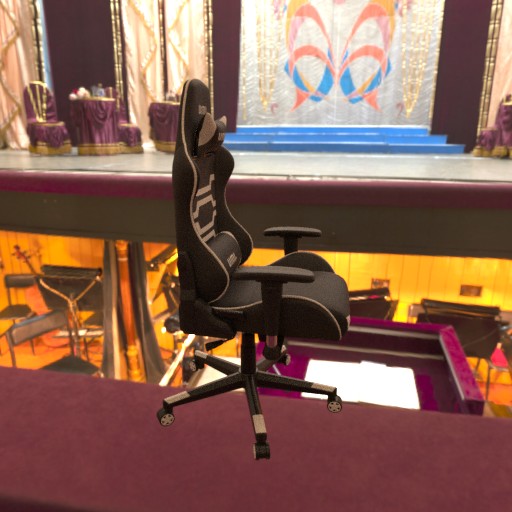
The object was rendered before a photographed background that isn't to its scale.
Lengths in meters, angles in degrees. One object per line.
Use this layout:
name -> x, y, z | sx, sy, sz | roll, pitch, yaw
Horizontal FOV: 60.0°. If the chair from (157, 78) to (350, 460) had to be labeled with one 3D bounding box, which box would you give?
chair -> 0.000, 0.000, 1.649 | 0.700, 1.240, 0.700 | 3, 16, 10
